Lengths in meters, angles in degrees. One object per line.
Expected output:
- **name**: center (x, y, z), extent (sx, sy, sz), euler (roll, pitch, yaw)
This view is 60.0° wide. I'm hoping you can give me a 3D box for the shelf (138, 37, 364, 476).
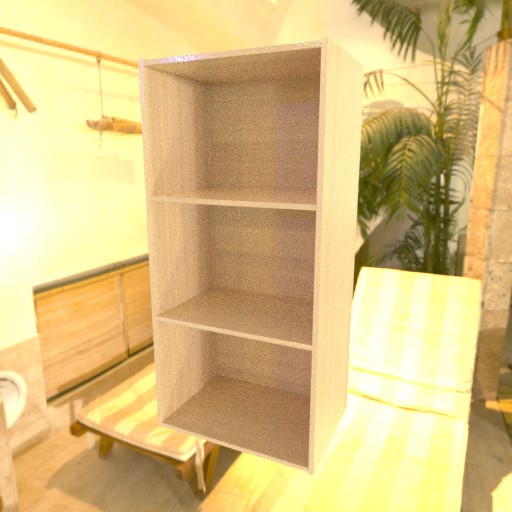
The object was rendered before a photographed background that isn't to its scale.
- **shelf**: center (0.000, 0.000, 1.077), extent (0.417, 0.876, 0.292), euler (6, 14, 25)
